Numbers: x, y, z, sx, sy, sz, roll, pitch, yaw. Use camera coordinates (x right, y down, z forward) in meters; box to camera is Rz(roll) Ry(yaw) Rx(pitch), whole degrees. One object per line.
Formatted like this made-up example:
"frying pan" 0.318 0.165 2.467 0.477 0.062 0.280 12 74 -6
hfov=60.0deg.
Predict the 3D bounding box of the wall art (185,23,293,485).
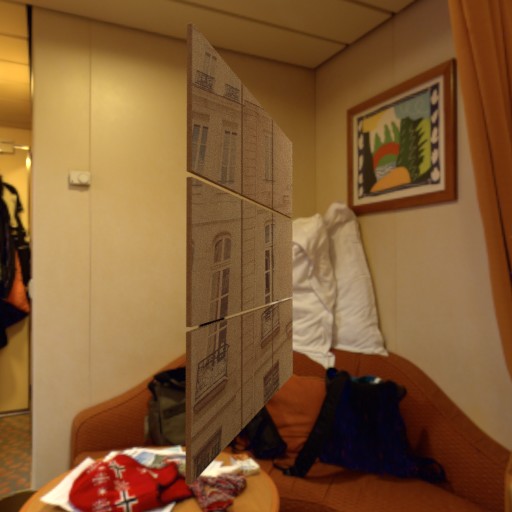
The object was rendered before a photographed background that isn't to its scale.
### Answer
"wall art" 0.000 0.000 1.314 0.018 0.913 0.915 0 -1 17
